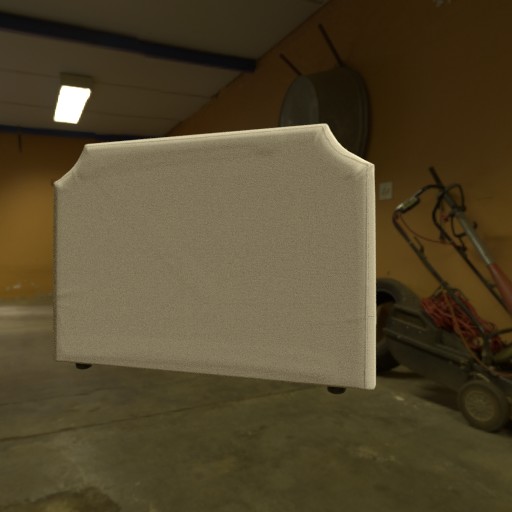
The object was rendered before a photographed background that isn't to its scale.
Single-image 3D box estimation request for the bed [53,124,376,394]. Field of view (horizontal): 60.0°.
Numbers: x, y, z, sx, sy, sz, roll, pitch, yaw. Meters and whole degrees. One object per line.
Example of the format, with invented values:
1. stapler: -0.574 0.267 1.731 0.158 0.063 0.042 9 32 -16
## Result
1. bed: 0.000 0.000 3.326 1.828 1.297 2.164 0 1 18
